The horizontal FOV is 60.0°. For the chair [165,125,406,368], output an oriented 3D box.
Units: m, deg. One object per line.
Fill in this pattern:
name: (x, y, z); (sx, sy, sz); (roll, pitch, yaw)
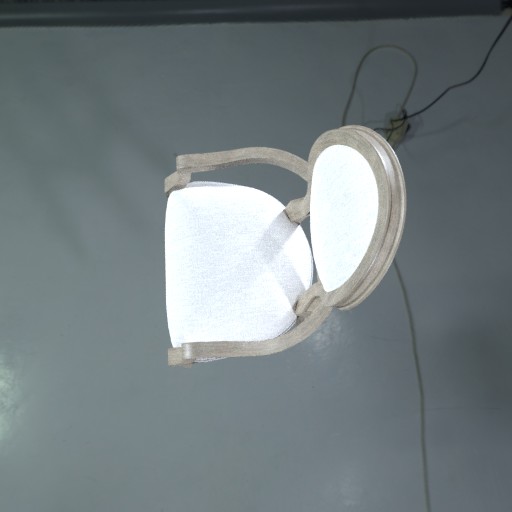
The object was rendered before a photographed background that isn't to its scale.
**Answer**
chair: (0.000, 0.000, 1.357); (0.602, 0.991, 0.611); (-4, 75, -1)
